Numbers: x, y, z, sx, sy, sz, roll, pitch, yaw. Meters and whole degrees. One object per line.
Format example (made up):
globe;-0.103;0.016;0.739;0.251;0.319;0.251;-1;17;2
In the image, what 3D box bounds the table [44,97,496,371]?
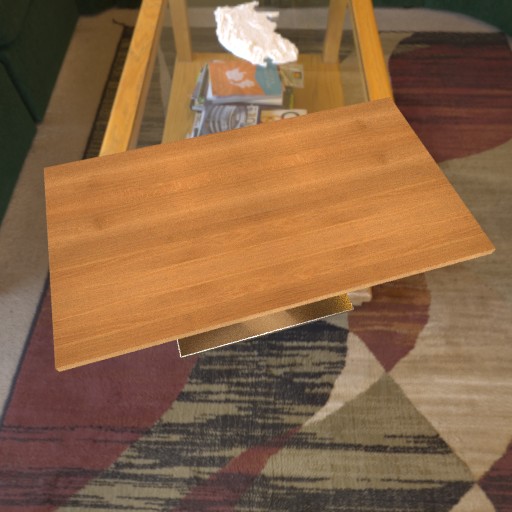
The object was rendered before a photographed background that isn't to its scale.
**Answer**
table;0.000;0.000;2.079;1.600;0.750;0.900;-14;59;-9
